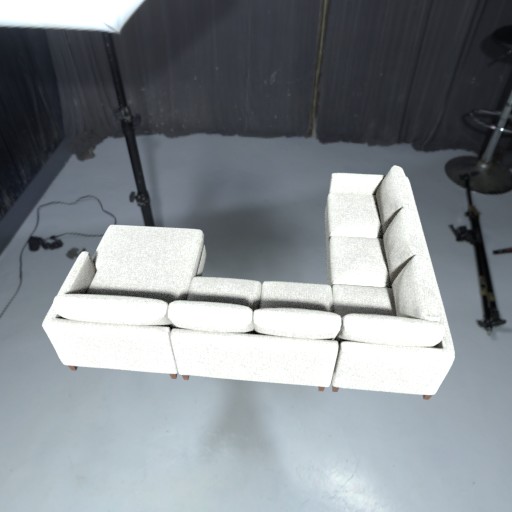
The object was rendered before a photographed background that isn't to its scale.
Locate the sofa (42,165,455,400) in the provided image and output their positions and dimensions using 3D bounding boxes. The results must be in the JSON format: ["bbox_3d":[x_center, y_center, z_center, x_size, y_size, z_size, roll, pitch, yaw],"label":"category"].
[{"bbox_3d":[0.000,0.000,4.705,3.460,0.959,2.593,4,44,4],"label":"sofa"}]
